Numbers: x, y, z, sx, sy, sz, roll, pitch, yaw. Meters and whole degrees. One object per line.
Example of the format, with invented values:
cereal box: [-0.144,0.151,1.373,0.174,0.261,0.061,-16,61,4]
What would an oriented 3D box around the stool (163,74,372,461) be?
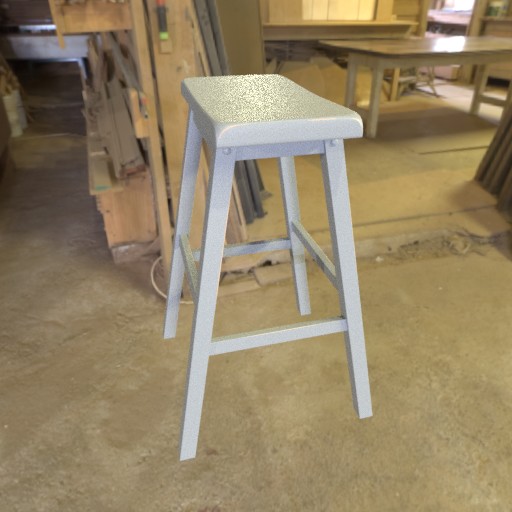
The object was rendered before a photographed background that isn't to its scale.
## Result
stool: [0.000,0.000,1.050,0.476,0.737,0.457,-8,31,-13]
